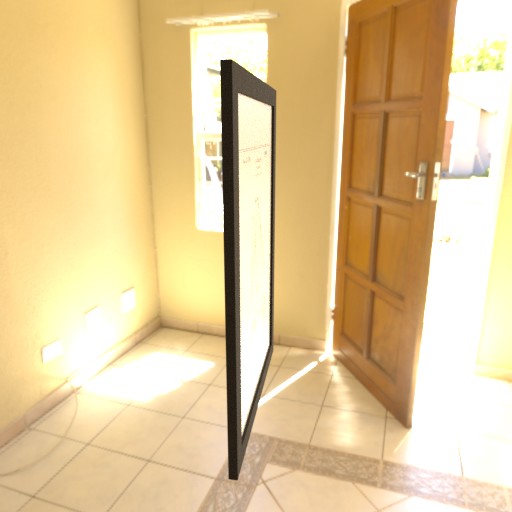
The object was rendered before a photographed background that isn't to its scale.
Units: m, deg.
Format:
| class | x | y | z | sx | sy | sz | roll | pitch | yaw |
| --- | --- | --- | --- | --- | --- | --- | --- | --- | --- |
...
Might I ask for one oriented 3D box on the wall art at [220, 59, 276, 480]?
| class | x | y | z | sx | sy | sz | roll | pitch | yaw |
| --- | --- | --- | --- | --- | --- | --- | --- | --- | --- |
| wall art | 0.000 | 0.000 | 0.717 | 0.013 | 0.534 | 0.380 | 3 | 16 | 9 |
